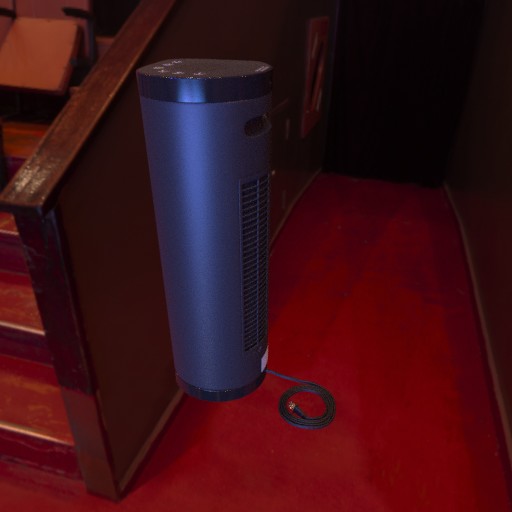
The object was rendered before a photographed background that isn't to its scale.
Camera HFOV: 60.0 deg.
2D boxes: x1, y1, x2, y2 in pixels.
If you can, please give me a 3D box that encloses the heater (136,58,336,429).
[{"bbox_3d":[0.000,0.000,0.705,0.312,0.552,0.174,8,32,13],"label":"heater"}]
